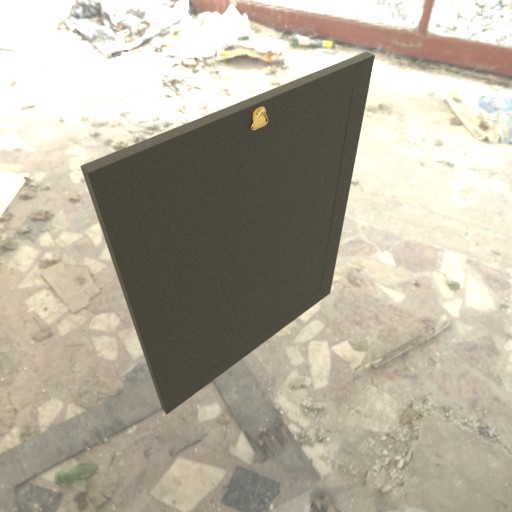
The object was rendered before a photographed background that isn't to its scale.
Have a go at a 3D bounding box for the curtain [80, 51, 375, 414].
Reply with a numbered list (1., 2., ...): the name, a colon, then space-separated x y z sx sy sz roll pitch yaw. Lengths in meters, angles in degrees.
1. curtain: 0.000 0.000 0.796 0.483 0.585 0.027 -32 54 -27
